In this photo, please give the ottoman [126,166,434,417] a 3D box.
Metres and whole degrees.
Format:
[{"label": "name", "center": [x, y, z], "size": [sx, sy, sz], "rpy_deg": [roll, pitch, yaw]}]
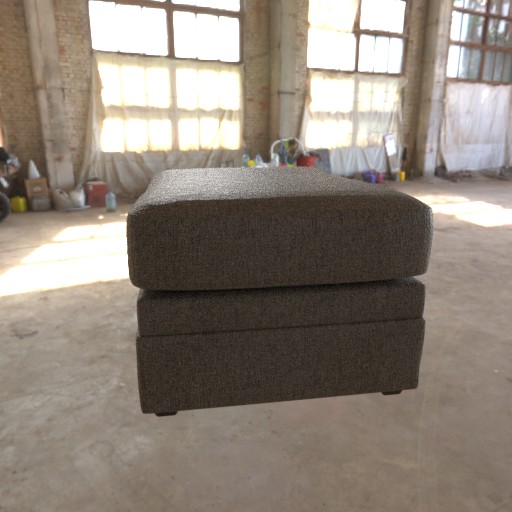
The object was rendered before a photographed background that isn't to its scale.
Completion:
[{"label": "ottoman", "center": [0.000, 0.000, 1.295], "size": [0.637, 0.478, 0.885], "rpy_deg": [-2, 16, -9]}]
